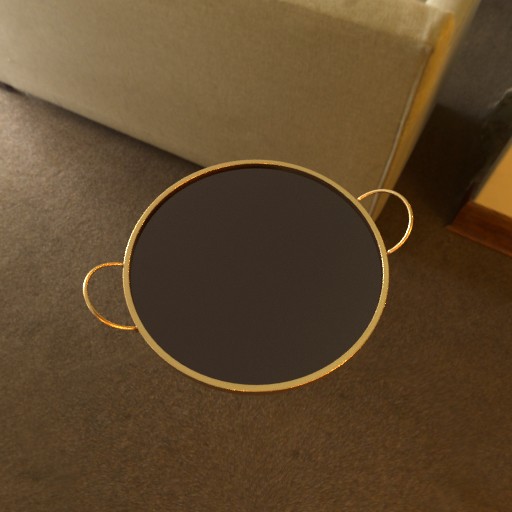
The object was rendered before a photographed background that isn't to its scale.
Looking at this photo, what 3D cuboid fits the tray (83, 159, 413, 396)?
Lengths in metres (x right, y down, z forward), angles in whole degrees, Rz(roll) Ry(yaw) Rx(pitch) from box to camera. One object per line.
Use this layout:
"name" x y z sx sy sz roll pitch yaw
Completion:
"tray" 0.000 0.000 0.732 0.543 0.069 0.438 -16 61 -9
